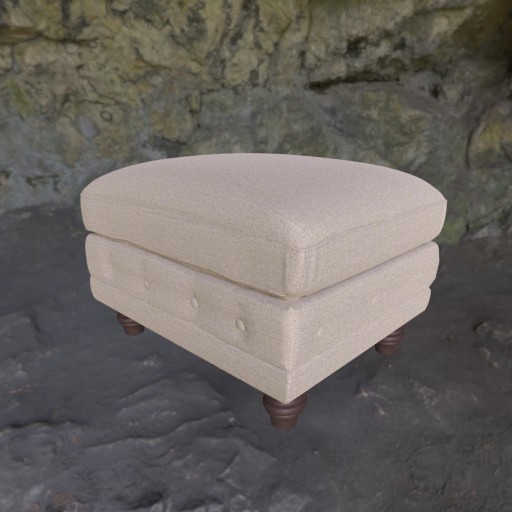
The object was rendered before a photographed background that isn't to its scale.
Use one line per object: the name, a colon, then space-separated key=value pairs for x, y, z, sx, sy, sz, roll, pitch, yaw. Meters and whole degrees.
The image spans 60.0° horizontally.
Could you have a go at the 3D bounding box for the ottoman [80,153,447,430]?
ottoman: x=0.000 y=0.000 z=1.053 sx=0.684 sy=0.463 sz=0.541 roll=16 pitch=23 yaw=42
